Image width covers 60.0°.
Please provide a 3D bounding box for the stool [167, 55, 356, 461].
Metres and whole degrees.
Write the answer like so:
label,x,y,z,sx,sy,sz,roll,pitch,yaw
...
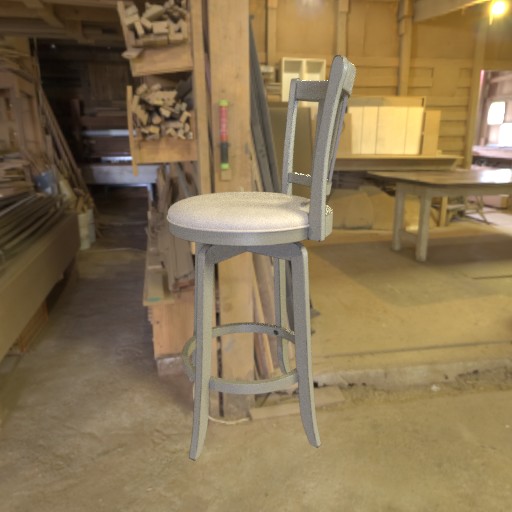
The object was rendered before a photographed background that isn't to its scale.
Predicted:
label,x,y,z,sx,sy,sz,roll,pitch,yaw
stool,0.000,0.000,1.261,0.486,0.994,0.450,-2,16,-8
